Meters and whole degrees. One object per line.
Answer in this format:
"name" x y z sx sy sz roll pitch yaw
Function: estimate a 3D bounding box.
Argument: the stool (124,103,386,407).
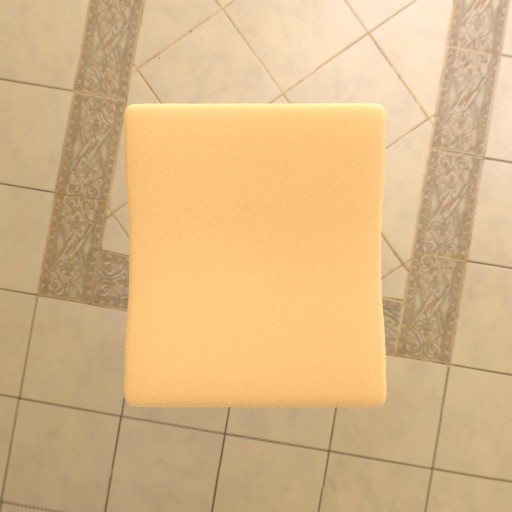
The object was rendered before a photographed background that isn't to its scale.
"stool" 0.000 0.000 1.038 0.401 0.762 0.471 0 90 0
